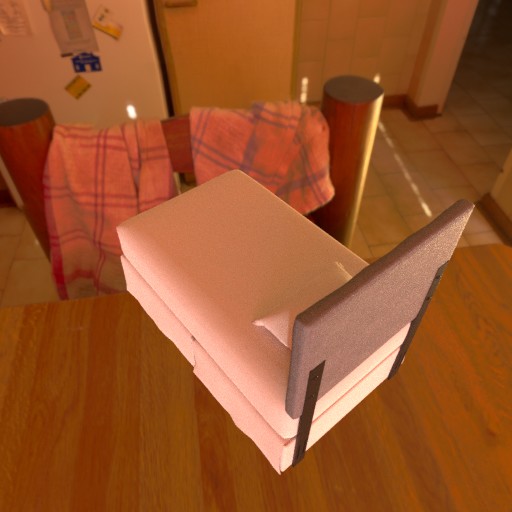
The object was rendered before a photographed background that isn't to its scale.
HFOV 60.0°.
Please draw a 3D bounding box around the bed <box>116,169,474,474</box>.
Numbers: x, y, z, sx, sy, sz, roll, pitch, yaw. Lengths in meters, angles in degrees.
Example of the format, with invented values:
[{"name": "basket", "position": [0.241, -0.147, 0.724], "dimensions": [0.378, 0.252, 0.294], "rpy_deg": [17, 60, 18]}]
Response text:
[{"name": "bed", "position": [0.000, 0.000, 2.971], "dimensions": [1.261, 1.571, 1.997], "rpy_deg": [-31, 54, -26]}]
